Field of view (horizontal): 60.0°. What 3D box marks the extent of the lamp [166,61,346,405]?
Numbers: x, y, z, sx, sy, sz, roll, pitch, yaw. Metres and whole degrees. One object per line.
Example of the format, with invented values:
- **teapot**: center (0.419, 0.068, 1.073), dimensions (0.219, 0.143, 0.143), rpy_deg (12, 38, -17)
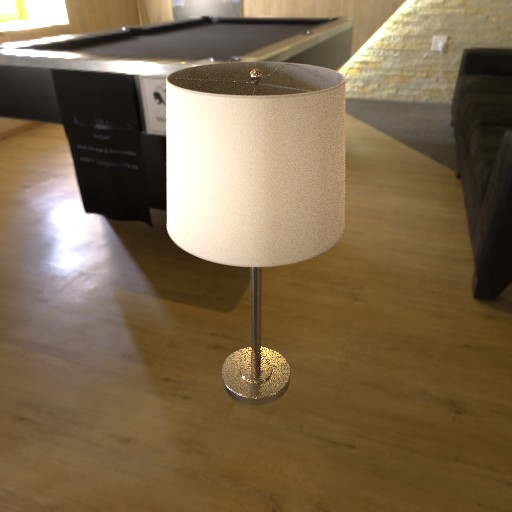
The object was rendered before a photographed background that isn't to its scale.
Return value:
- **lamp**: center (0.000, 0.000, 0.884), dimensions (0.333, 0.696, 0.333), rpy_deg (0, 32, 0)
